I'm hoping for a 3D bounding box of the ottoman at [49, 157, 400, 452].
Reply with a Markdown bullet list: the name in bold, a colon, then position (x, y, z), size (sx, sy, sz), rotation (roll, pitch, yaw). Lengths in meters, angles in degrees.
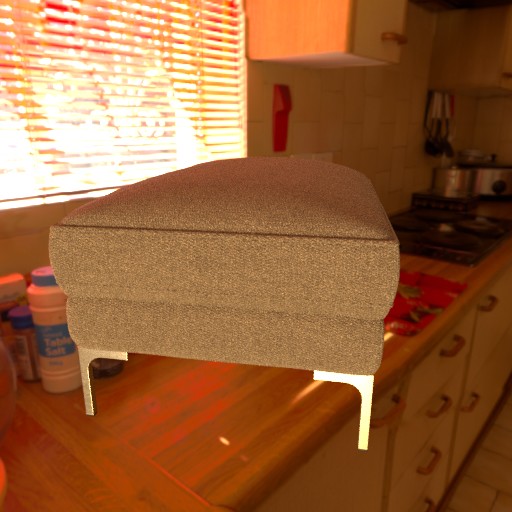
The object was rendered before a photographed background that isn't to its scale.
- **ottoman**: position (0.000, 0.000, 1.106), size (0.583, 0.464, 0.785), rotation (3, 17, 10)
